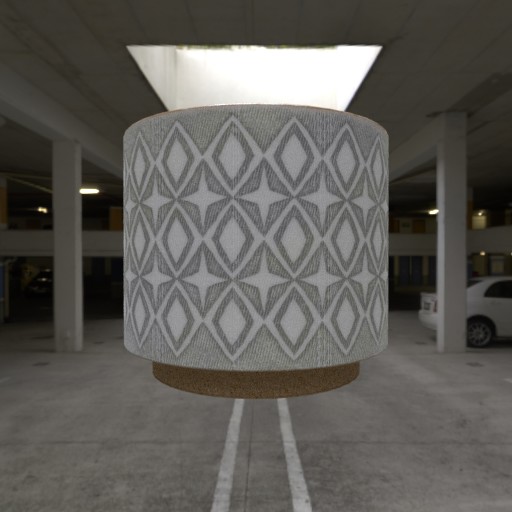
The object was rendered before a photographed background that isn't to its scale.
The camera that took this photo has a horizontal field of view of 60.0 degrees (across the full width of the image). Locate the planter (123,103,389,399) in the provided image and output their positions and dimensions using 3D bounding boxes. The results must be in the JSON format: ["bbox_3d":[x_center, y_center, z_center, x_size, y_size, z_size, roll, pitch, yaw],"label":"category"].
[{"bbox_3d":[0.000,0.000,0.445,0.255,0.223,0.255,0,1,0],"label":"planter"}]
